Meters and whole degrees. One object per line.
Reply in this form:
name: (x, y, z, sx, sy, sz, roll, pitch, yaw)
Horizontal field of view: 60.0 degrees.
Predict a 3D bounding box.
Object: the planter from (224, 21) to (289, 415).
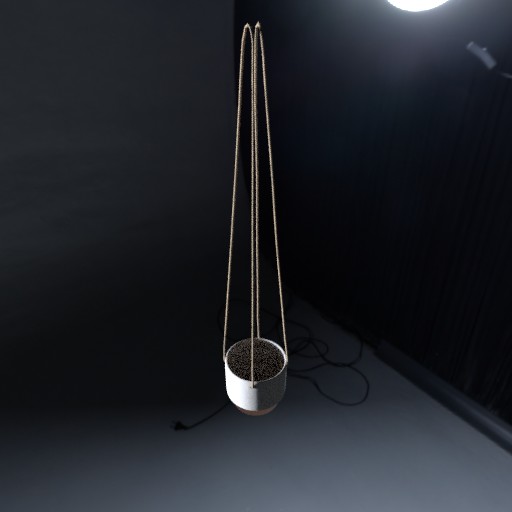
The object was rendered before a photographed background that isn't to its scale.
planter: (0.000, 0.000, 0.897, 0.146, 0.841, 0.146, -24, 39, -32)
